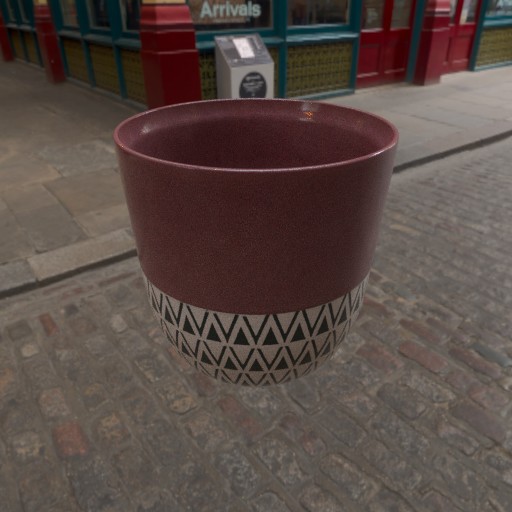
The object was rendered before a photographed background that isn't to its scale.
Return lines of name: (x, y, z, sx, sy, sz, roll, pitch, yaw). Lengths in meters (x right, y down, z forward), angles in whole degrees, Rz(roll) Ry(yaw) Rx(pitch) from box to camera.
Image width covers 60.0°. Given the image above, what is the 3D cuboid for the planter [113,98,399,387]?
planter: (0.000, 0.000, 0.366, 0.195, 0.214, 0.195, 0, 30, 0)
